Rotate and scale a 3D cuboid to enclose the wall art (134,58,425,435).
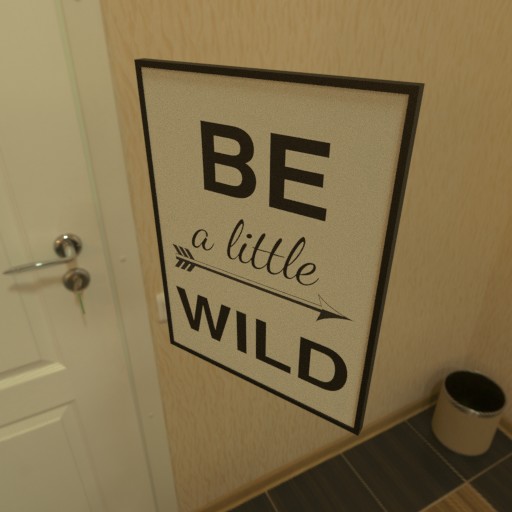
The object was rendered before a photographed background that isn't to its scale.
[{"bbox_3d":[0.000,0.000,1.358,0.806,1.062,0.038,18,35,28],"label":"wall art"}]
